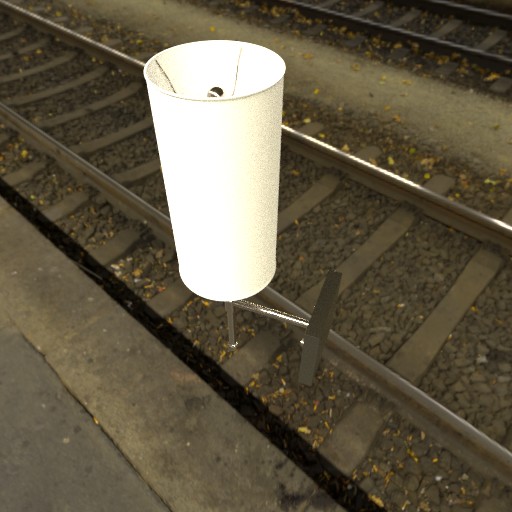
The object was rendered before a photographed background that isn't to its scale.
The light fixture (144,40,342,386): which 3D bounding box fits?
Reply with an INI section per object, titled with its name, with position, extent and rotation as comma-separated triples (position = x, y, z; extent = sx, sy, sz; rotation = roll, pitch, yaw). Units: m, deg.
[light fixture]
position = 0.000, 0.000, 0.558
extent = 0.208, 0.462, 0.128
rotation = 16, 47, 15
